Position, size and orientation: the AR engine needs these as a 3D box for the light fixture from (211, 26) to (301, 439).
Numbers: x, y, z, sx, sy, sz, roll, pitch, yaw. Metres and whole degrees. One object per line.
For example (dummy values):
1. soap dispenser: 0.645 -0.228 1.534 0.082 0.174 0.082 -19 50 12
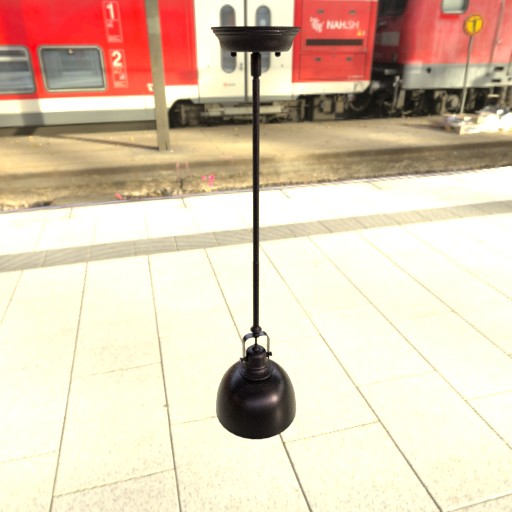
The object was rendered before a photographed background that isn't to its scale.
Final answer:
1. light fixture: 0.000 0.000 0.837 0.182 0.768 0.182 -8 27 -16
